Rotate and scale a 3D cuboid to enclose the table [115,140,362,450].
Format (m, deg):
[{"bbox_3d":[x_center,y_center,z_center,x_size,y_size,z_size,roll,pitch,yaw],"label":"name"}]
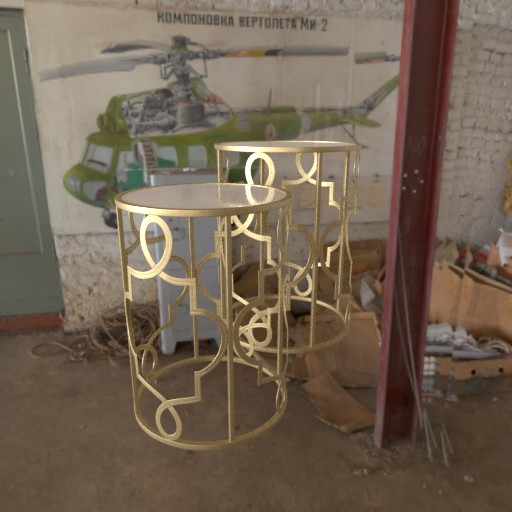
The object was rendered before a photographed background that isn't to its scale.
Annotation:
[{"bbox_3d":[0.000,0.000,1.180,0.420,0.564,0.846,8,18,24],"label":"table"}]
